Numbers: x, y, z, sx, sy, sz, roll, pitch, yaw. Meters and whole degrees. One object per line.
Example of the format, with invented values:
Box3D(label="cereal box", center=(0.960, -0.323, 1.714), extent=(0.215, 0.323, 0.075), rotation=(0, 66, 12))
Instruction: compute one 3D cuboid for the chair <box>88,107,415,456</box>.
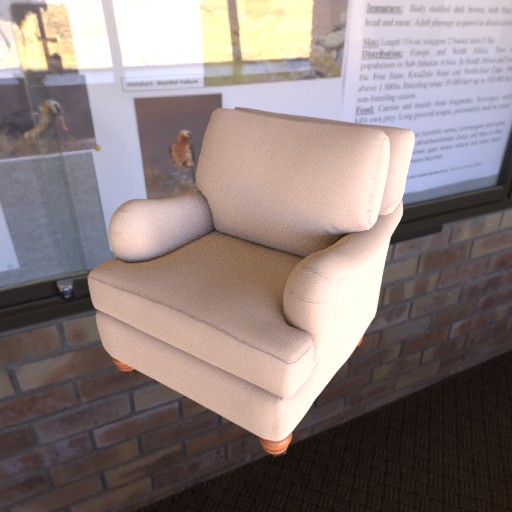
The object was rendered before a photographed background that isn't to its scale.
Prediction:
Box3D(label="chair", center=(0.000, 0.000, 1.852), extent=(0.955, 1.038, 1.070), rotation=(18, 34, 28))
